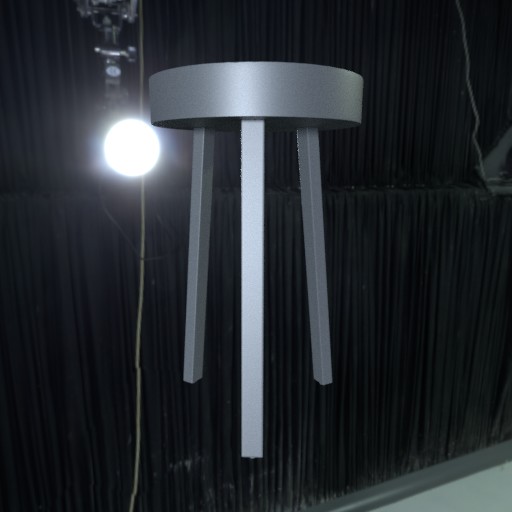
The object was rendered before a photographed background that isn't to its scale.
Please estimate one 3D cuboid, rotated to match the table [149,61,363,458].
[{"bbox_3d":[0.000,0.000,0.936,0.406,0.686,0.406,-6,14,-27],"label":"table"}]
